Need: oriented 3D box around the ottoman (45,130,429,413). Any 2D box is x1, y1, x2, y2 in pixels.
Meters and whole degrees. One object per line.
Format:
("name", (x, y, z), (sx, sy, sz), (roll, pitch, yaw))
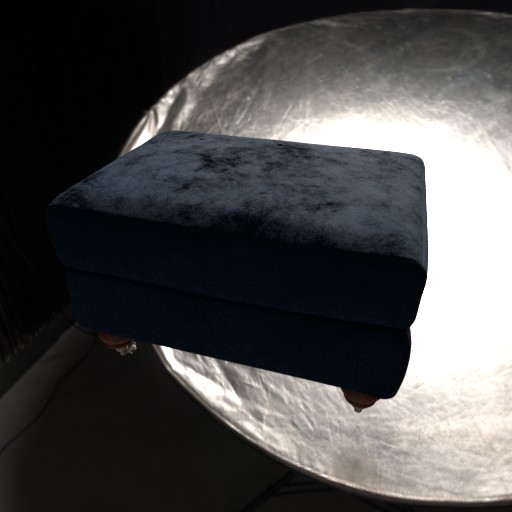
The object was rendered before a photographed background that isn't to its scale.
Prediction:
("ottoman", (0.000, 0.000, 1.133), (0.773, 0.503, 0.572), (9, 33, 15))
